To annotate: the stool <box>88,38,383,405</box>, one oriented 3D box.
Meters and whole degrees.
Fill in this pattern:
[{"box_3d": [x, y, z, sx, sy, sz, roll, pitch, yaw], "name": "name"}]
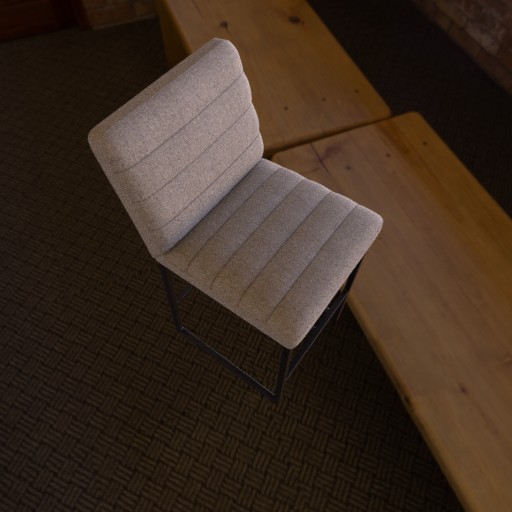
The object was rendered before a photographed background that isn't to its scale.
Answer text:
[{"box_3d": [0.000, 0.000, 1.366, 0.571, 1.034, 0.459, 32, 64, 18], "name": "stool"}]
